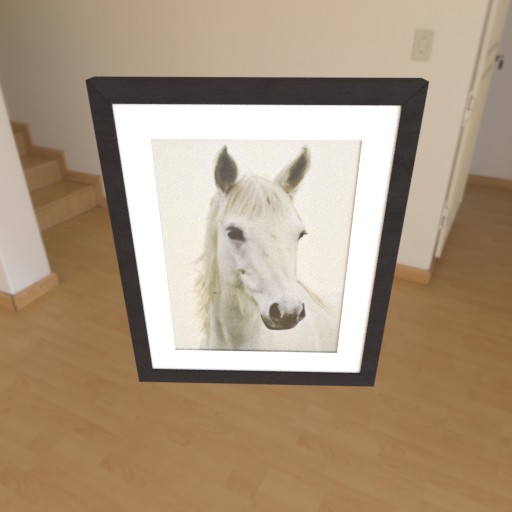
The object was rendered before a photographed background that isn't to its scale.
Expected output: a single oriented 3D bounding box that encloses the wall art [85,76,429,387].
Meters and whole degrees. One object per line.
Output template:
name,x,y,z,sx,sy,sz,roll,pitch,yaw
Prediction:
wall art,0.000,0.000,0.737,0.455,0.552,0.034,1,30,1
